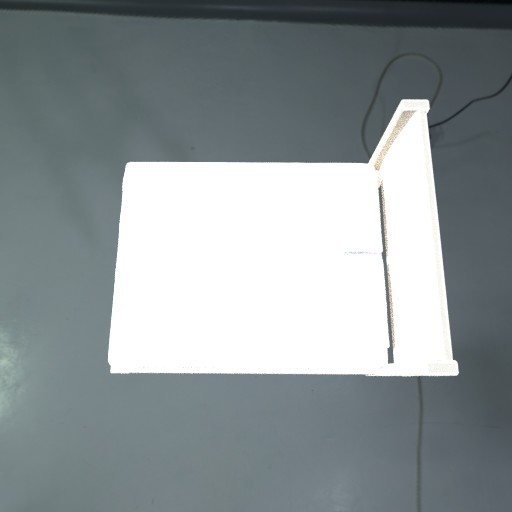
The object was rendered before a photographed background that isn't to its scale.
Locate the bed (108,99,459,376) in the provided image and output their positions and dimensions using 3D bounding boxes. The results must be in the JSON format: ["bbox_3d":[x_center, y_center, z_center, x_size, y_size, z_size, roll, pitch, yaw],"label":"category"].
[{"bbox_3d":[0.000,0.000,3.420,2.293,1.471,1.778,0,75,0],"label":"bed"}]
